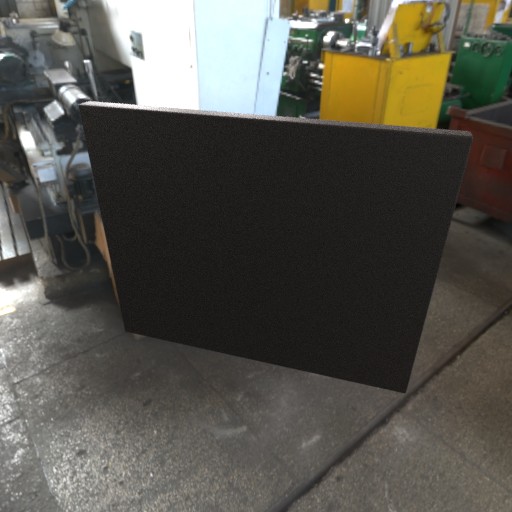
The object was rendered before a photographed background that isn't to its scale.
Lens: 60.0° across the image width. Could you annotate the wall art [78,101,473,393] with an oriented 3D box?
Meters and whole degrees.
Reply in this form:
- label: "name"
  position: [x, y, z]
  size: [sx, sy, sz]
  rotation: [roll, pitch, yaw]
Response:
- label: "wall art"
  position: [0.000, 0.000, 0.736]
  size: [0.558, 0.457, 0.031]
  rotation: [9, 33, 14]
